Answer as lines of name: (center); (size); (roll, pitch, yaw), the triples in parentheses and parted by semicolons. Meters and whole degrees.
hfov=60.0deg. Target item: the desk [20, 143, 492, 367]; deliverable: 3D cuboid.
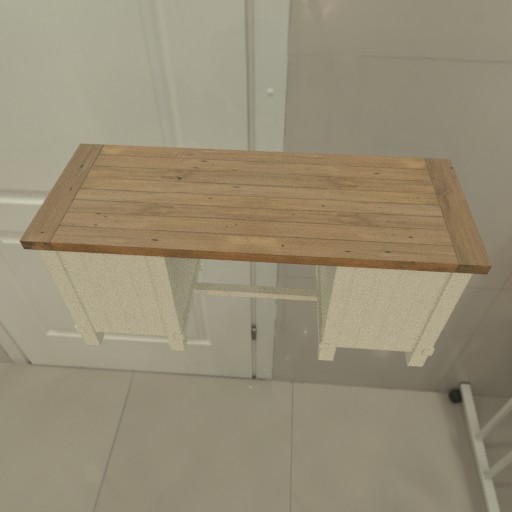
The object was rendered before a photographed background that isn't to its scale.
desk: (0.000, 0.000, 2.200); (1.803, 0.760, 0.688); (3, 47, 3)
